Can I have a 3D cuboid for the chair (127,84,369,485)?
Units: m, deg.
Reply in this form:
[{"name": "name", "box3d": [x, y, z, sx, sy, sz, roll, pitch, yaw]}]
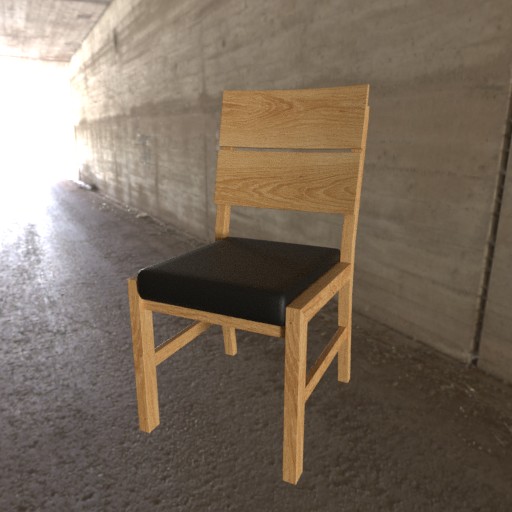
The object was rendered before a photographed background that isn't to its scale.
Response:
[{"name": "chair", "box3d": [0.000, 0.000, 1.276, 0.475, 0.950, 0.569, 7, 17, 25]}]
